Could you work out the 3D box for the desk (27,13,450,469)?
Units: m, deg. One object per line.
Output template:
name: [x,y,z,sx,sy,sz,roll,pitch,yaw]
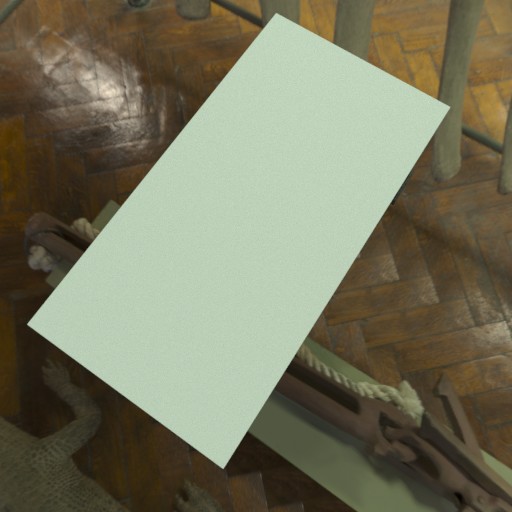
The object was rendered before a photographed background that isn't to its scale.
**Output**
desk: [0.000,0.000,1.285,0.482,0.730,0.898,33,77,9]
